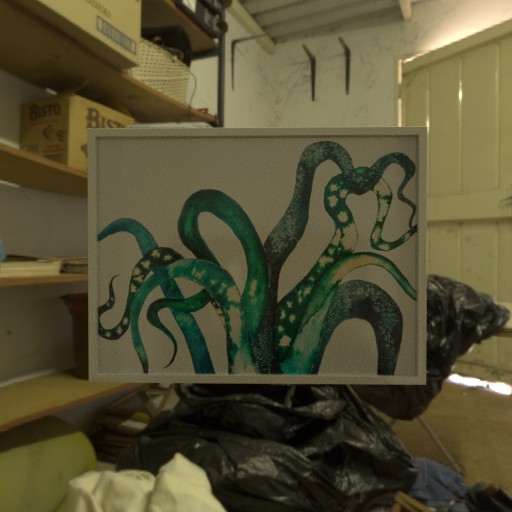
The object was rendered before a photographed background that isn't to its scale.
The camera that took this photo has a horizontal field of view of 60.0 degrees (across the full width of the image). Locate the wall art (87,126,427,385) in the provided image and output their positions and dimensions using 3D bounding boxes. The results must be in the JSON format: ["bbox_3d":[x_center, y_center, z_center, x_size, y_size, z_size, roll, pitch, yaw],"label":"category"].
[{"bbox_3d":[0.000,0.000,1.388,1.041,0.787,0.053,0,1,1],"label":"wall art"}]
